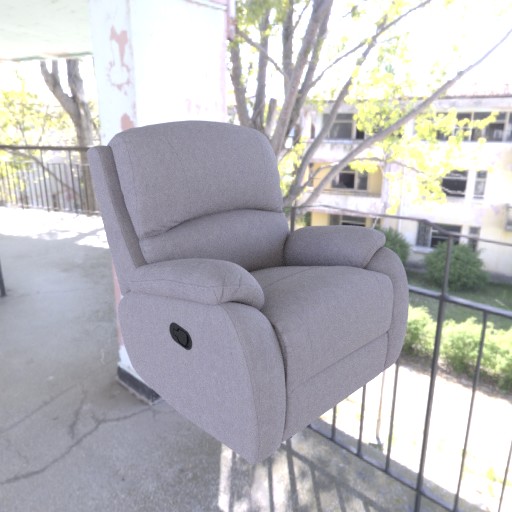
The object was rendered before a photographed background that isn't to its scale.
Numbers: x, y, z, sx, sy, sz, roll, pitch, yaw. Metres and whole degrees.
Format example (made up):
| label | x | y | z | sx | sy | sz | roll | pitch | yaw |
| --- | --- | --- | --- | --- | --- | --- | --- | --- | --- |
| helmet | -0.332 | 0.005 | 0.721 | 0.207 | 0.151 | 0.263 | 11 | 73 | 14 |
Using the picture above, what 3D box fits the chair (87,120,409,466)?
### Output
| label | x | y | z | sx | sy | sz | roll | pitch | yaw |
| --- | --- | --- | --- | --- | --- | --- | --- | --- | --- |
| chair | 0.000 | 0.000 | 1.710 | 0.899 | 1.011 | 0.930 | 15 | 21 | 42 |
